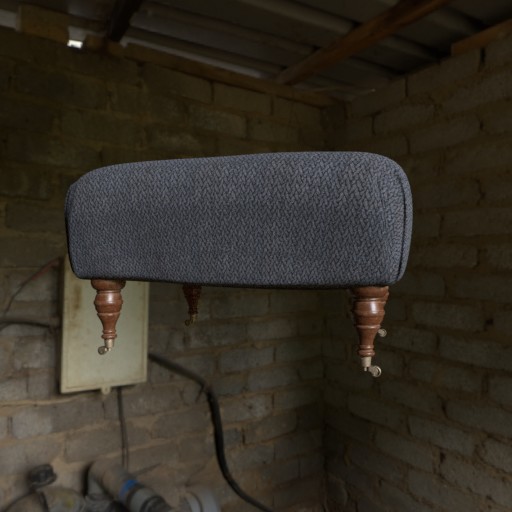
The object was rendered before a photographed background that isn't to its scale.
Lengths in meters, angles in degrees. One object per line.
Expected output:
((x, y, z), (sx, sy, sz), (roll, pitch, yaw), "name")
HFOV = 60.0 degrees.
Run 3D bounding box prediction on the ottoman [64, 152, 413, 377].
((0.000, 0.000, 1.136), (0.747, 0.450, 0.622), (0, 0, 18), "ottoman")
